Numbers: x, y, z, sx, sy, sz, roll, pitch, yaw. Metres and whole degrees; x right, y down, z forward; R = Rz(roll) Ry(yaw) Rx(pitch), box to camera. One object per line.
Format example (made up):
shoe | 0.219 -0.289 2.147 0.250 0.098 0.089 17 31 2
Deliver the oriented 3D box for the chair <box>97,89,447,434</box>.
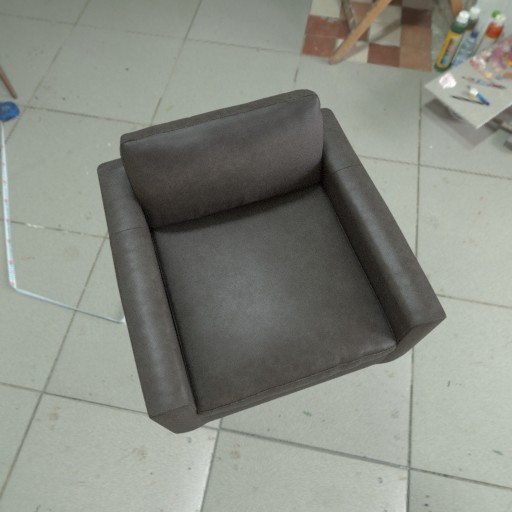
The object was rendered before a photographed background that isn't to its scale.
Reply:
chair | 0.000 0.000 1.824 1.106 0.807 1.080 -16 64 -8
